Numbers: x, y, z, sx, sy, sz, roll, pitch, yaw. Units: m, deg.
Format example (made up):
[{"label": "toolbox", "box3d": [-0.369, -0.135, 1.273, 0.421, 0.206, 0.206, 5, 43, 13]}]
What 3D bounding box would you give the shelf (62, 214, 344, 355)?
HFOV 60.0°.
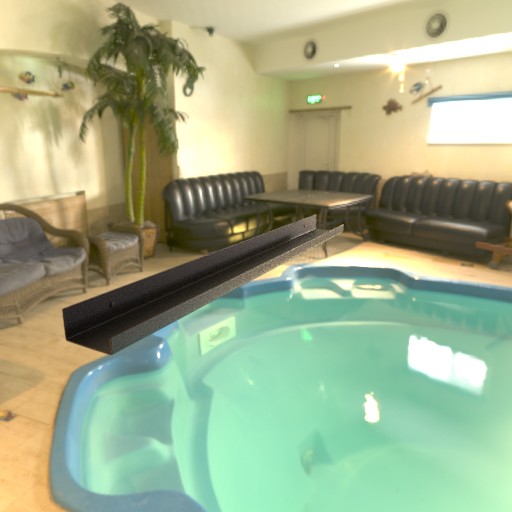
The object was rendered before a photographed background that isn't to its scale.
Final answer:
[{"label": "shelf", "box3d": [0.000, 0.000, 0.983, 0.092, 0.049, 0.924, 8, 17, 28]}]
